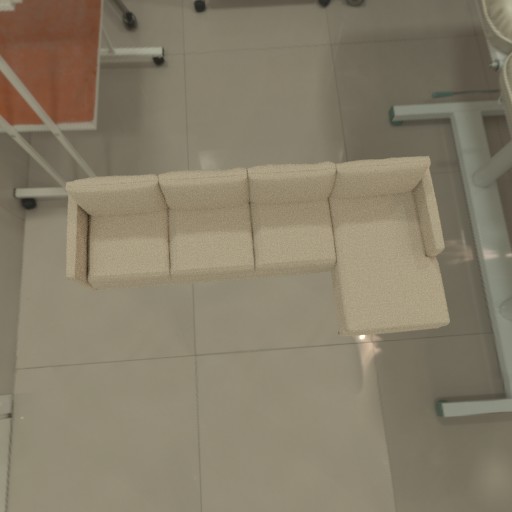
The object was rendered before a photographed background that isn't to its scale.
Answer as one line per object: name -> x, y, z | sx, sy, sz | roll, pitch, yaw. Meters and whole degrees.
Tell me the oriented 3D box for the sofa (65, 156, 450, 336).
sofa -> 0.000, 0.000, 3.312 | 2.731, 0.755, 1.258 | -4, 75, -1
